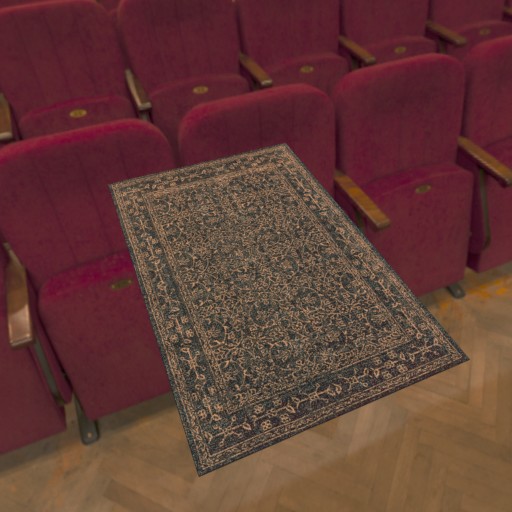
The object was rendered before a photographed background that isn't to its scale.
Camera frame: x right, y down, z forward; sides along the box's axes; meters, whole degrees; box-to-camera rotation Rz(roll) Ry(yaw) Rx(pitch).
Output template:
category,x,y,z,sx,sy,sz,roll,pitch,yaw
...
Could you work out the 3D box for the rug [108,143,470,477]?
category,x,y,z,sx,sy,sz,roll,pitch,yaw
rug,0.000,0.000,2.292,1.200,0.005,1.819,-17,49,-16
